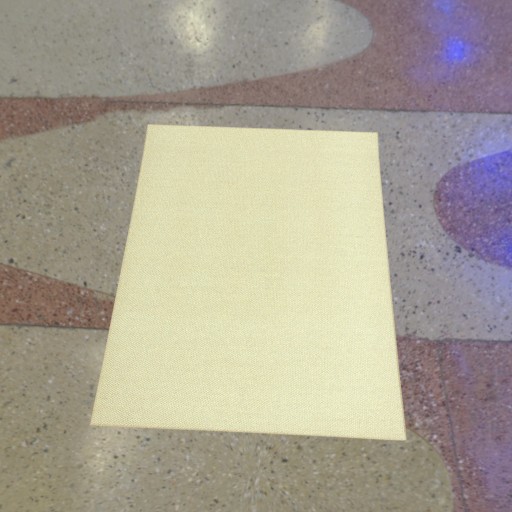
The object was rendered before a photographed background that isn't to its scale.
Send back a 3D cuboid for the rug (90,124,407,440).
[{"bbox_3d":[0.000,0.000,4.072,2.462,0.018,3.039,2,64,1],"label":"rug"}]
